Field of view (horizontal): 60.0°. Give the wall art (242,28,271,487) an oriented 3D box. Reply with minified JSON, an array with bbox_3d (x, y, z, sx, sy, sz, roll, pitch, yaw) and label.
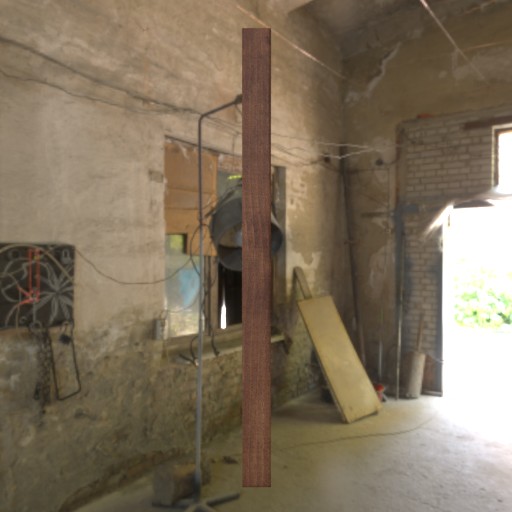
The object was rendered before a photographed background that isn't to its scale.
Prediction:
[{"bbox_3d":[0.000,0.000,0.829,0.037,0.572,0.554,0,1,0],"label":"wall art"}]
